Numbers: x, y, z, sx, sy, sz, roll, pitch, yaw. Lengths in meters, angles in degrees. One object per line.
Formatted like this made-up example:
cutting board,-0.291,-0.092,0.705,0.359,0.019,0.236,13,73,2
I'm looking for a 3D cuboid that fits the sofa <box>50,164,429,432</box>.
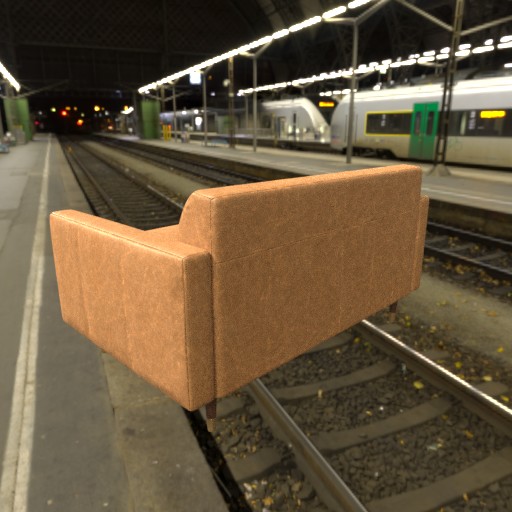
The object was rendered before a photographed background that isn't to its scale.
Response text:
sofa,0.000,0.000,2.089,0.960,0.820,1.549,16,23,43
